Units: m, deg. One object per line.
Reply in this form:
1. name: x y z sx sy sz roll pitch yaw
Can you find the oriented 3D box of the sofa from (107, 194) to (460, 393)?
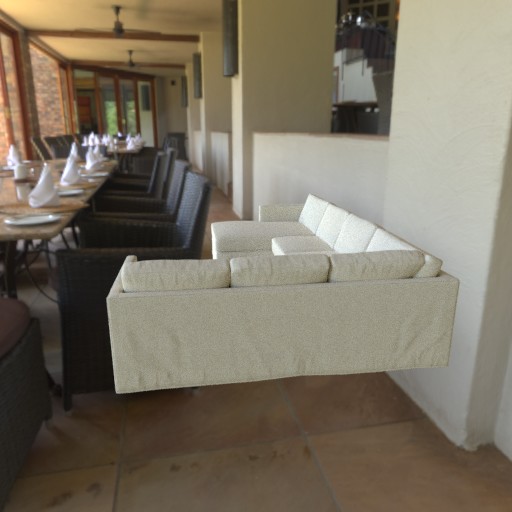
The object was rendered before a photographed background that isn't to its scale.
1. sofa: 0.000 0.000 4.657 2.448 0.882 3.464 -2 16 -9
